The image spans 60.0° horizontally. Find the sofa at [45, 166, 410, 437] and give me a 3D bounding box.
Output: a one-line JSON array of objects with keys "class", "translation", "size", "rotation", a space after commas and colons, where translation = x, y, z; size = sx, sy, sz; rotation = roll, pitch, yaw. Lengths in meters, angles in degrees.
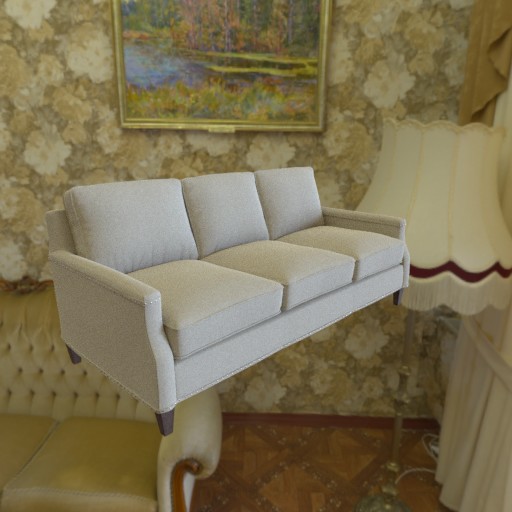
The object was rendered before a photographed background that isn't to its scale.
[{"class": "sofa", "translation": [0.000, 0.000, 2.844], "size": [1.084, 1.003, 2.246], "rotation": [15, 21, 42]}]
